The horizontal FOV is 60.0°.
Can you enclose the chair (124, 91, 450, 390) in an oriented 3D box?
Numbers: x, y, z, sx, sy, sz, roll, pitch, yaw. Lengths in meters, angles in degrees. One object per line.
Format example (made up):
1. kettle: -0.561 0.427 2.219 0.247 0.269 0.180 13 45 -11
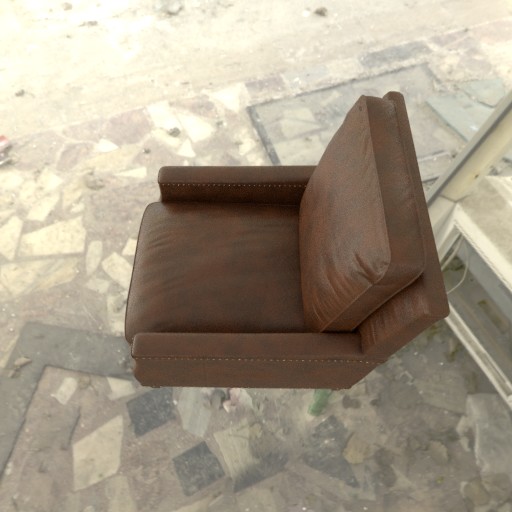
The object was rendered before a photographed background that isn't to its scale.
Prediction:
1. chair: 0.000 0.000 1.751 1.035 1.054 0.854 1 61 0
